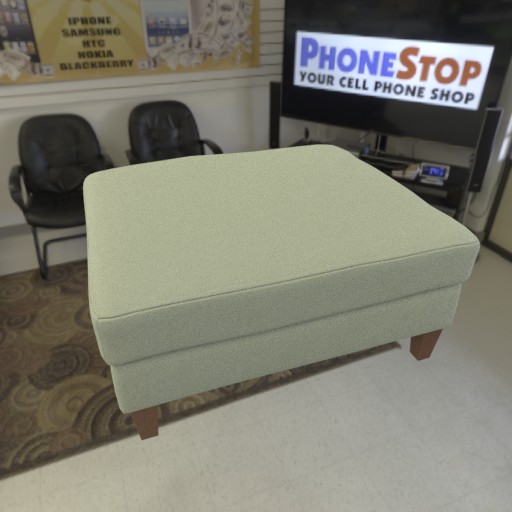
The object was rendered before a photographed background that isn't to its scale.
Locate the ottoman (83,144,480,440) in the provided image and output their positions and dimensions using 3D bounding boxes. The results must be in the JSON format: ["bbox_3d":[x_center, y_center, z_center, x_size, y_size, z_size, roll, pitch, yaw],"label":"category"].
[{"bbox_3d":[0.000,0.000,1.446,0.991,0.494,0.842,-11,34,-16],"label":"ottoman"}]
